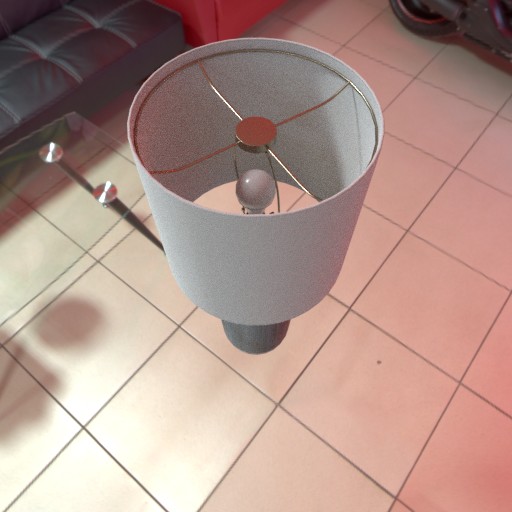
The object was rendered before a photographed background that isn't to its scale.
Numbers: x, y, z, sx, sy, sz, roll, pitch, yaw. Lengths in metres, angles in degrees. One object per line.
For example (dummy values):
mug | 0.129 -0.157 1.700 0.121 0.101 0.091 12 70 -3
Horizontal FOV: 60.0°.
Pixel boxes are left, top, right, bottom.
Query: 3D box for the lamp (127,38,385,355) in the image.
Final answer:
lamp | 0.000 0.000 0.586 0.220 0.475 0.220 -16 60 -10
